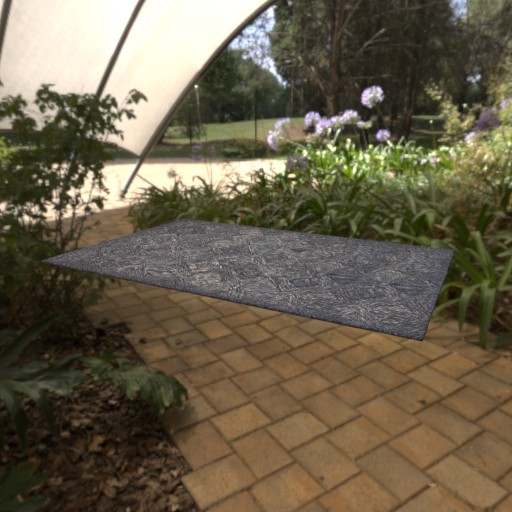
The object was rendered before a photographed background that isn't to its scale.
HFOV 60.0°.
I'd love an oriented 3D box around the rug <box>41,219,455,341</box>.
[{"bbox_3d":[0.000,0.000,2.222,1.754,0.010,1.139,8,18,27],"label":"rug"}]
